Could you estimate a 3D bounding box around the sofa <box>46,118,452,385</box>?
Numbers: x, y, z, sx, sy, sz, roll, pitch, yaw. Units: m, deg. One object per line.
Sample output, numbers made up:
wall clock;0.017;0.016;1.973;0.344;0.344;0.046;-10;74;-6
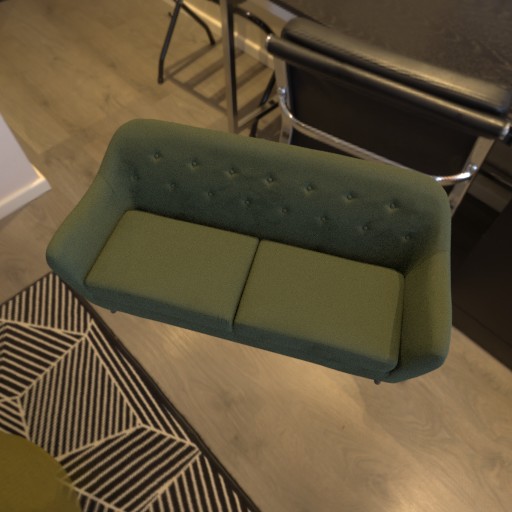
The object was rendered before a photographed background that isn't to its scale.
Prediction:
sofa;0.000;0.000;2.257;1.840;0.836;0.820;13;59;8
